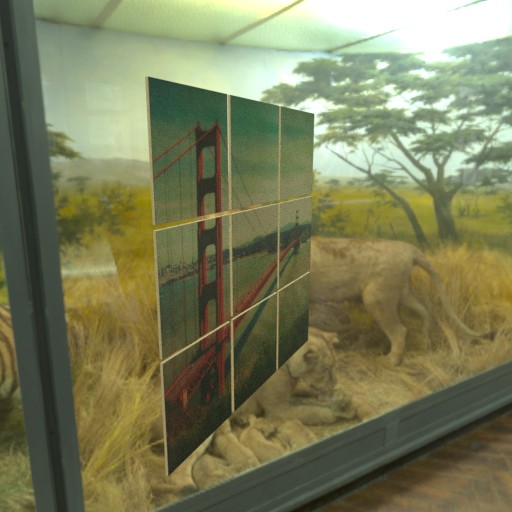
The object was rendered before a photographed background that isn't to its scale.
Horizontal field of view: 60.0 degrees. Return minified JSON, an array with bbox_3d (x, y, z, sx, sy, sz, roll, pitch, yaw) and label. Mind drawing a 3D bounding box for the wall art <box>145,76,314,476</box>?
[{"bbox_3d":[0.000,0.000,2.267,0.014,1.507,1.519,7,14,27],"label":"wall art"}]
